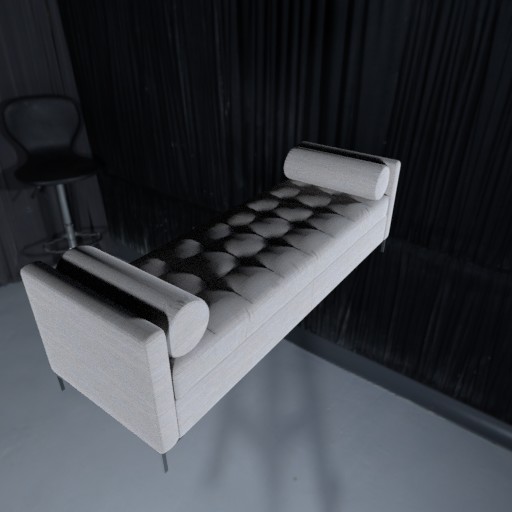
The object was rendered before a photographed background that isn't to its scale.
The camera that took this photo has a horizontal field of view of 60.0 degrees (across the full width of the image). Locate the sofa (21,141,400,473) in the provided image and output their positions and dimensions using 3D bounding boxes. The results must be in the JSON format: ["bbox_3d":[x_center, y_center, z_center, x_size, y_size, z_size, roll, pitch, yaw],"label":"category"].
[{"bbox_3d":[0.000,0.000,2.266,0.686,0.635,1.981,21,37,31],"label":"sofa"}]
